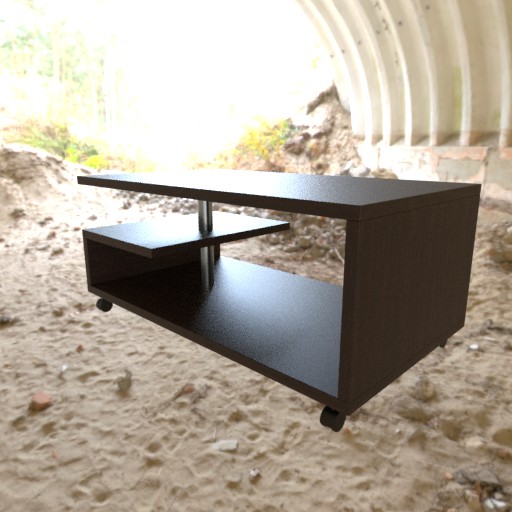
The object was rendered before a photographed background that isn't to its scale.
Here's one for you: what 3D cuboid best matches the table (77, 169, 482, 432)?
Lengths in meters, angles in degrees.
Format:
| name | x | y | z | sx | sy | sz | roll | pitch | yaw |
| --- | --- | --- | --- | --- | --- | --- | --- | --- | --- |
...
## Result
| name | x | y | z | sx | sy | sz | roll | pitch | yaw |
| --- | --- | --- | --- | --- | --- | --- | --- | --- | --- |
| table | 0.000 | 0.000 | 1.347 | 1.050 | 0.460 | 0.590 | 13 | 19 | 42 |
